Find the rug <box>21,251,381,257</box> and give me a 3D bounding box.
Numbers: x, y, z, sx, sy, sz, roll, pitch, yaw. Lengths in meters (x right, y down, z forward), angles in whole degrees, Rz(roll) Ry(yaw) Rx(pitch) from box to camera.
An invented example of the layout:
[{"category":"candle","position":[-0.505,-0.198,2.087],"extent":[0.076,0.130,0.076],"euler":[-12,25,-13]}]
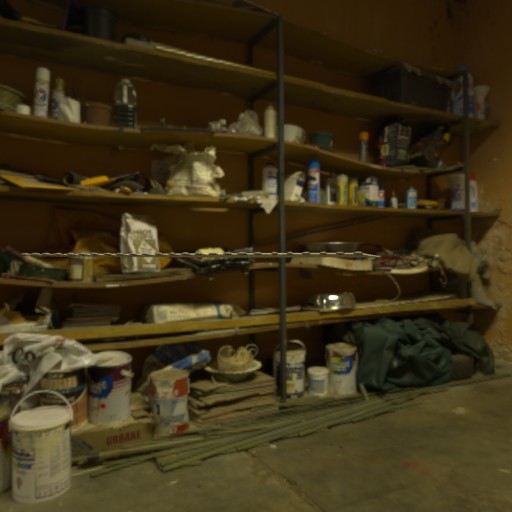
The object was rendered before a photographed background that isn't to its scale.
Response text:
[{"category":"rug","position":[0.000,0.000,2.993],"extent":[1.563,0.014,2.425],"euler":[0,0,17]}]
